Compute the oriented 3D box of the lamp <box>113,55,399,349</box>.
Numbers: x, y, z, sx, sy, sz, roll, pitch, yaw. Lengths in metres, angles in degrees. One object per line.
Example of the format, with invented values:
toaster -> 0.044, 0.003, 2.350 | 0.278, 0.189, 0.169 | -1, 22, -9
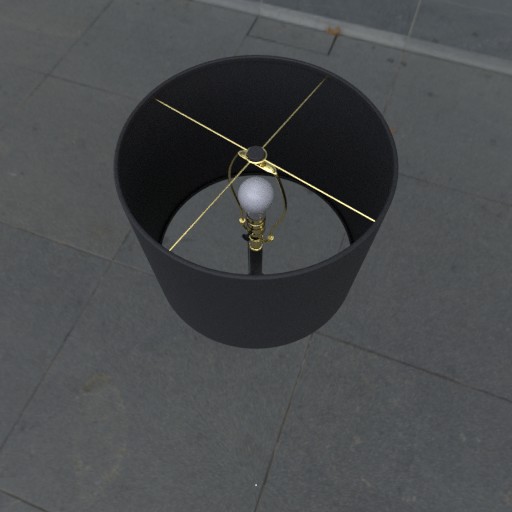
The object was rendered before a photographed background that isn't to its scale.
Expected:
lamp -> 0.000, 0.000, 0.821 | 0.359, 0.584, 0.359 | 32, 67, 15
